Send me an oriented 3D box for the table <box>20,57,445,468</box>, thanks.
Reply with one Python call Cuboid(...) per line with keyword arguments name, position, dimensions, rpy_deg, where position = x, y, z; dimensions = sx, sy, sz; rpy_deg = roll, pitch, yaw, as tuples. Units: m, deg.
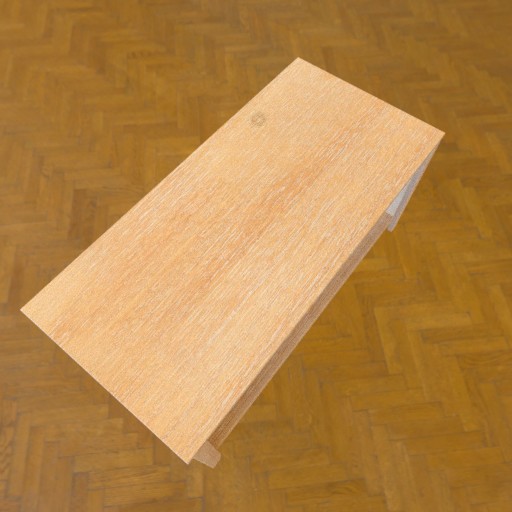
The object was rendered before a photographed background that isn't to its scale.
Cuboid(name="table", position=(0.000, 0.000, 1.264), dimensions=(0.483, 0.457, 1.016), rpy_deg=(35, 68, 17))
